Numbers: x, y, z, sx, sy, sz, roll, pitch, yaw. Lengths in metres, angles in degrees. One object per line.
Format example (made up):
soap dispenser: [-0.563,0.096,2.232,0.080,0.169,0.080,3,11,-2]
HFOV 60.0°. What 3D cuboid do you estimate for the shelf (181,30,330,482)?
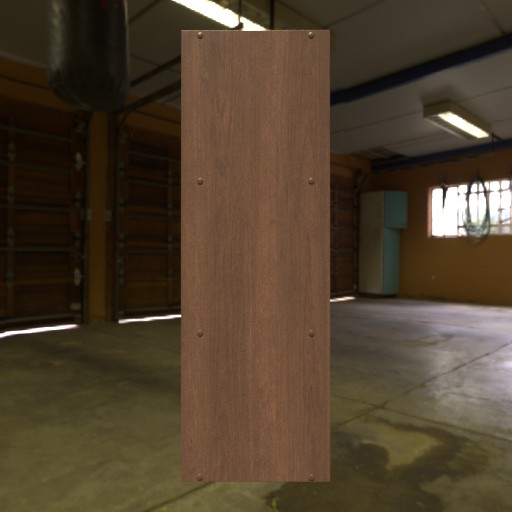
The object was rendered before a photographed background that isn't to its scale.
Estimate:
shelf: [0.000,0.000,1.068,0.290,0.879,0.414,0,0,0]
